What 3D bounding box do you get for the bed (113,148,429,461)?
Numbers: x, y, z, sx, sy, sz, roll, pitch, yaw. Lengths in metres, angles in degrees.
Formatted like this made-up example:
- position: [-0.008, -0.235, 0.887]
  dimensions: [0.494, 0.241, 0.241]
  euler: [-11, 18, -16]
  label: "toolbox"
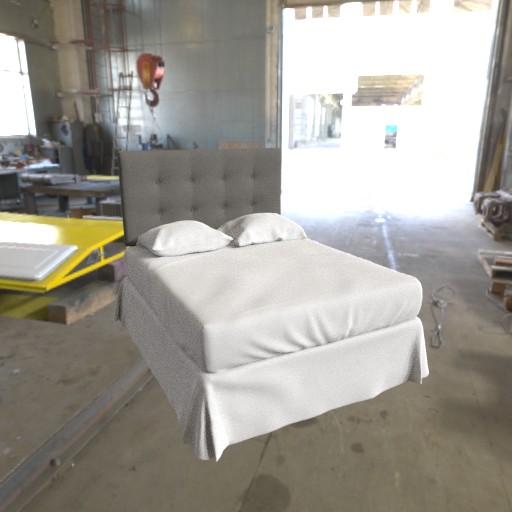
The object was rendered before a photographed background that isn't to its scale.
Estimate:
- position: [0.000, 0.000, 3.522]
  dimensions: [1.936, 1.577, 2.222]
  euler: [-8, 18, -27]
  label: "bed"
